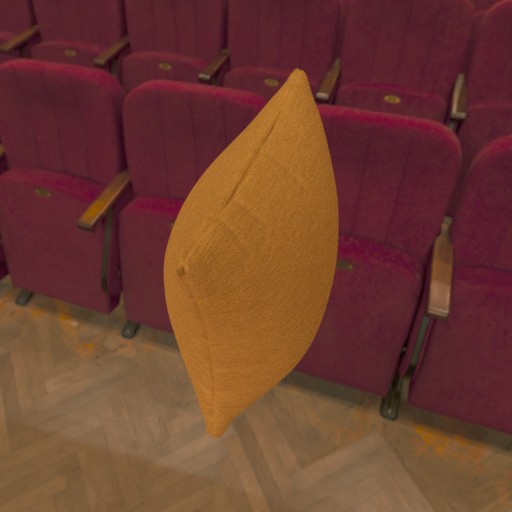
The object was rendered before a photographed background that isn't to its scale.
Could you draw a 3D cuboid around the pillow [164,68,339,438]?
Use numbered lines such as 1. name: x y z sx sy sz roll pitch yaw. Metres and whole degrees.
1. pillow: 0.000 0.000 0.694 0.247 0.417 0.435 14 49 13
